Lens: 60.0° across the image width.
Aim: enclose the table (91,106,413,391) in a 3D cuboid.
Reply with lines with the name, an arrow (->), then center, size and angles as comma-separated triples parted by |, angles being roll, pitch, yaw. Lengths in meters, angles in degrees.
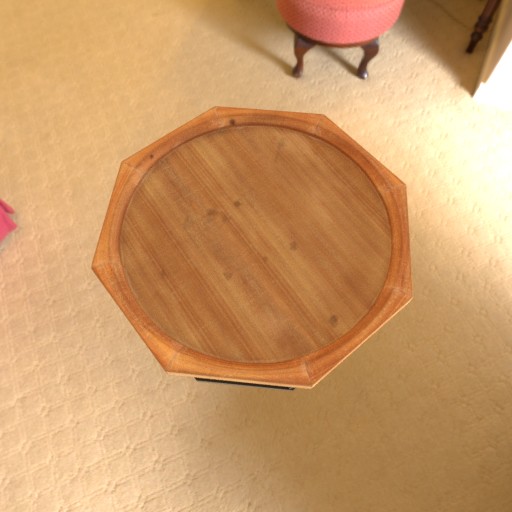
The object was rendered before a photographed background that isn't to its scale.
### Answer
table -> 0.000, 0.000, 1.545 | 1.002, 0.444, 1.002 | 0, 64, 0
